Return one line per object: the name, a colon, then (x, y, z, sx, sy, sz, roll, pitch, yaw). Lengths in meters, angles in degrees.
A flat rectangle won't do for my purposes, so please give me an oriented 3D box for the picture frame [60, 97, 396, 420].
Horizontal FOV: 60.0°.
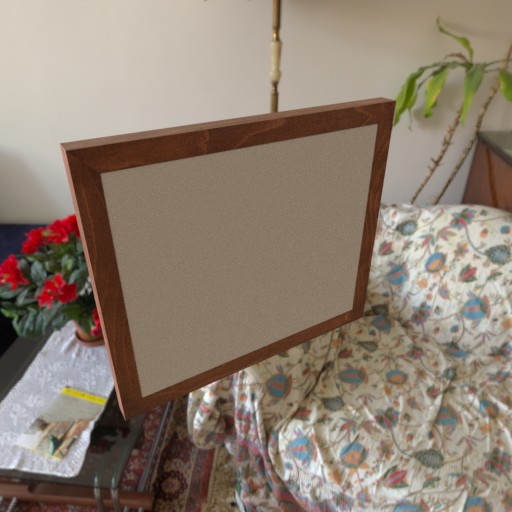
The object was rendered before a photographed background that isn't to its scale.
picture frame: (0.000, 0.000, 0.542, 0.381, 0.330, 0.025, -17, 35, -27)
